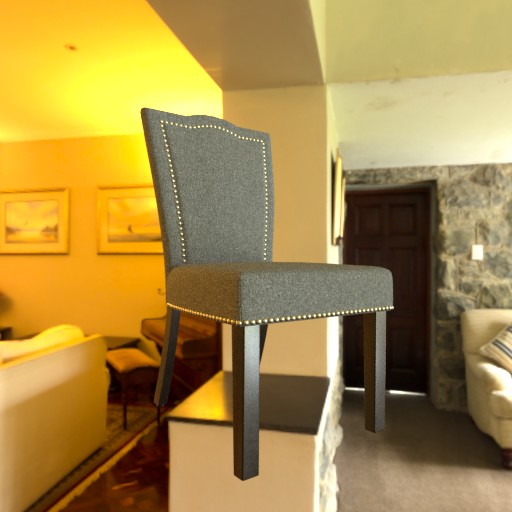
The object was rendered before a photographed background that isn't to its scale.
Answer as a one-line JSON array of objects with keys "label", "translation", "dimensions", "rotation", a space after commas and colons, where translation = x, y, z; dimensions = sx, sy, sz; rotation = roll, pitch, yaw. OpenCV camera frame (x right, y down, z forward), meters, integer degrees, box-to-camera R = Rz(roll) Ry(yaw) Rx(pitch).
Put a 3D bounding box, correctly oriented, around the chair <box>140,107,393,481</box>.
[{"label": "chair", "translation": [0.000, 0.000, 1.284], "dimensions": [0.518, 0.946, 0.589], "rotation": [0, -1, -37]}]
